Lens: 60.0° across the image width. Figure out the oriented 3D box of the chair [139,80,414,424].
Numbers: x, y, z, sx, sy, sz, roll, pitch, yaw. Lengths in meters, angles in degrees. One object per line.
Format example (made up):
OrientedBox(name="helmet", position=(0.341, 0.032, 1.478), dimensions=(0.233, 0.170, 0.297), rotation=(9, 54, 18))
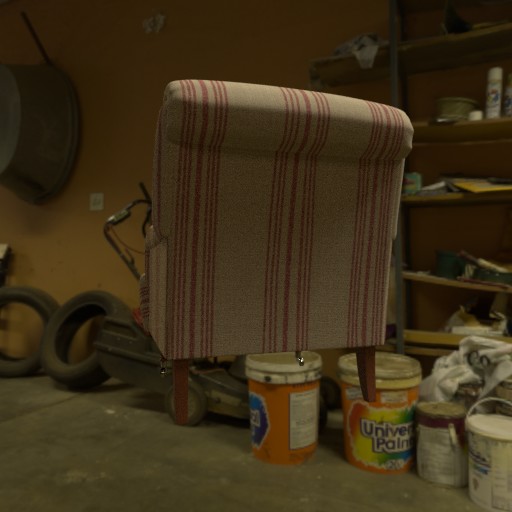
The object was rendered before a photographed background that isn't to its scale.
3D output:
OrientedBox(name="chair", position=(0.000, 0.000, 1.900), dimensions=(0.933, 1.123, 1.058), rotation=(0, -1, -18))
